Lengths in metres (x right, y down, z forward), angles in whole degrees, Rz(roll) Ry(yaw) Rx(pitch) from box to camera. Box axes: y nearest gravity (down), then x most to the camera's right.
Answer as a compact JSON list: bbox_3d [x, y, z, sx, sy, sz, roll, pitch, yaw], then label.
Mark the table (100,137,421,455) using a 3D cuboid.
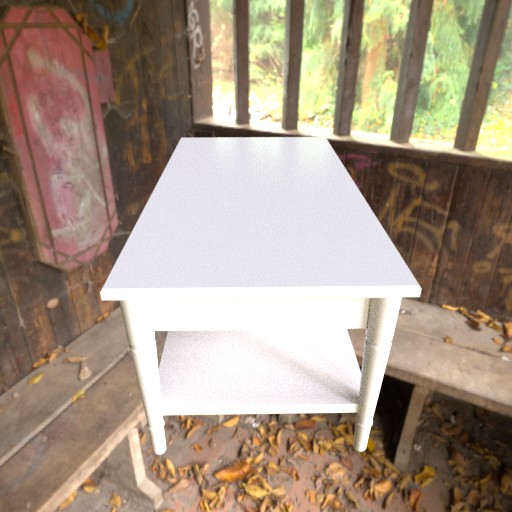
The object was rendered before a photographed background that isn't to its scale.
[{"bbox_3d":[0.000,0.000,1.345,0.559,0.457,1.067,-1,29,-1],"label":"table"}]
